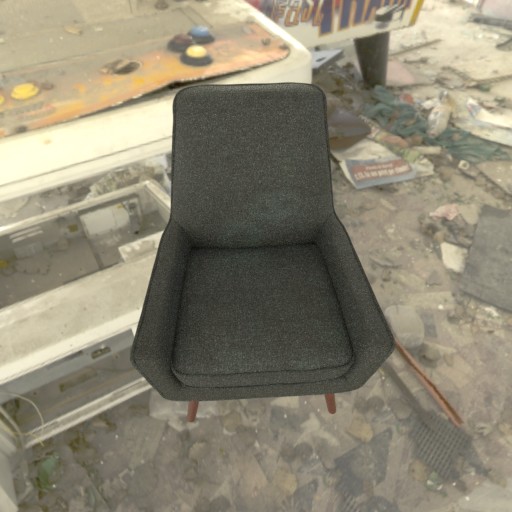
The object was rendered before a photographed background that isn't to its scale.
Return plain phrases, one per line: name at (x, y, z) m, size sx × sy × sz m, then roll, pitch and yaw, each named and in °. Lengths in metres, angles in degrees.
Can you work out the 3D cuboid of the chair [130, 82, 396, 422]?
chair at (0.000, 0.000, 1.553) m, size 0.763 × 0.883 × 0.859 m, roll -2°, pitch 46°, yaw -2°
